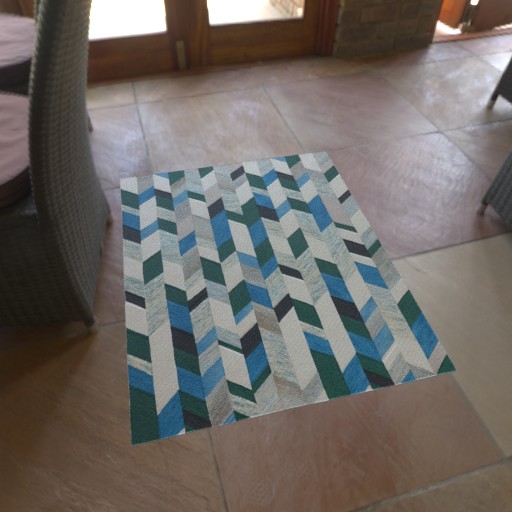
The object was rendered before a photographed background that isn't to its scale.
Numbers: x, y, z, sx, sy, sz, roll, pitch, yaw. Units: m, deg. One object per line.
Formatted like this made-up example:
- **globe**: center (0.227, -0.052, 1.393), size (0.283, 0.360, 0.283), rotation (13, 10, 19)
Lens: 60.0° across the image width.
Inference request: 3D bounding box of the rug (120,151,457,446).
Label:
- **rug**: center (0.000, 0.000, 4.163), size (2.440, 0.008, 3.036), rotation (-10, 47, -9)
